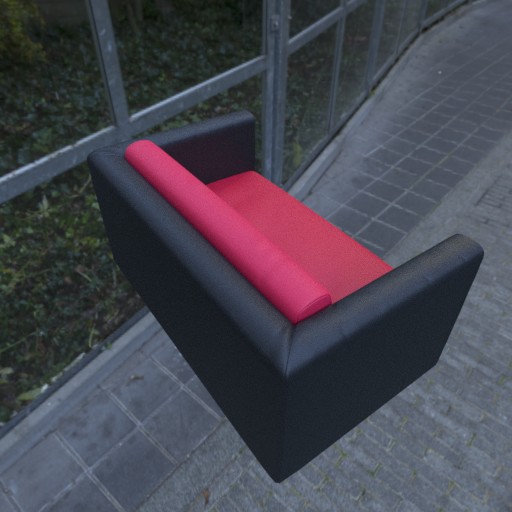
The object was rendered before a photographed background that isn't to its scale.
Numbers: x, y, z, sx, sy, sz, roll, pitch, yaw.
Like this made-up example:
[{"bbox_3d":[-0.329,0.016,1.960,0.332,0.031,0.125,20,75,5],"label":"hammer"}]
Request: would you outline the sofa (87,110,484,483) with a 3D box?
[{"bbox_3d":[0.000,0.000,1.878,0.845,0.735,1.410,-25,46,-26],"label":"sofa"}]
